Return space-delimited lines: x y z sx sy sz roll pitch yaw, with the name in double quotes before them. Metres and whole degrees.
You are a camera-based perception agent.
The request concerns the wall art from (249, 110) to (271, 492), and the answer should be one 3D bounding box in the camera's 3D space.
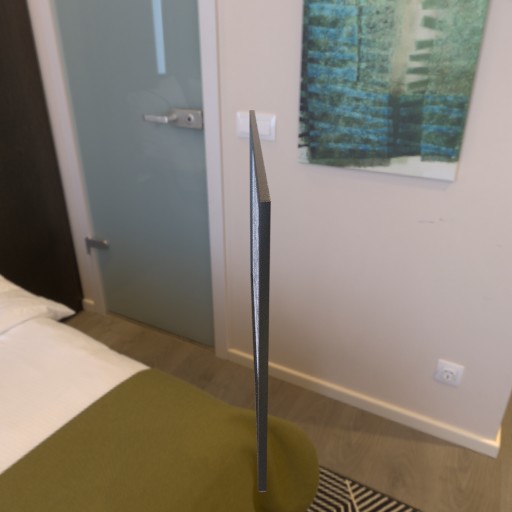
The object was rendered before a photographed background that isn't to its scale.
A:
"wall art" 0.000 0.000 1.050 0.015 0.552 0.819 -1 26 -1
